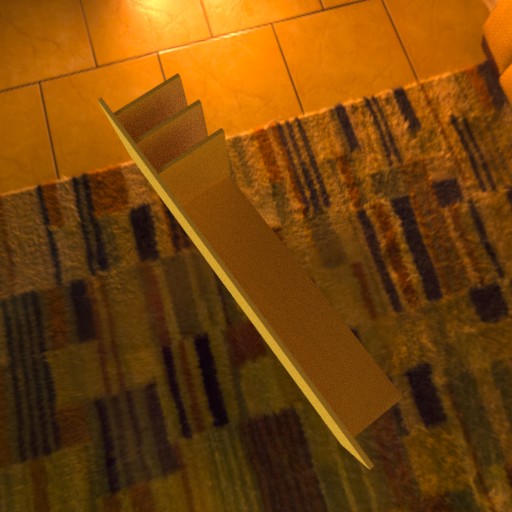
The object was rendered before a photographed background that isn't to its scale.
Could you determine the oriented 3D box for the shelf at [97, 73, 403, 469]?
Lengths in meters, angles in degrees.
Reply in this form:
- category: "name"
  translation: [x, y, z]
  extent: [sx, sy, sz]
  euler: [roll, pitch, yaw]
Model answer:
- category: "shelf"
  translation: [0.000, 0.000, 1.128]
  extent: [0.200, 0.300, 1.020]
  euler: [-36, 78, -8]
